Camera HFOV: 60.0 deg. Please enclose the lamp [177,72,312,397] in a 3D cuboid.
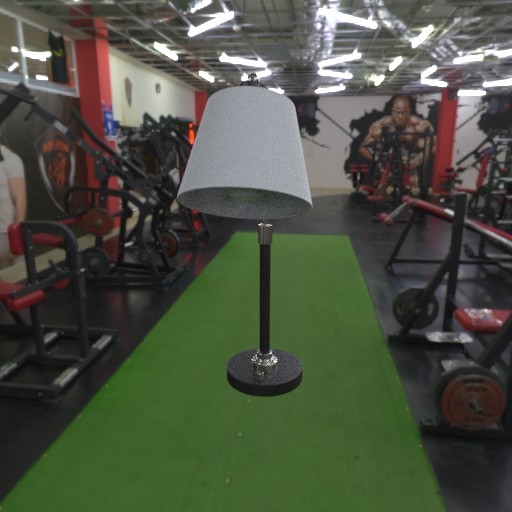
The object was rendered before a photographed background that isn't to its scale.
[{"bbox_3d":[0.000,0.000,0.707,0.181,0.539,0.348,2,15,9],"label":"lamp"}]
